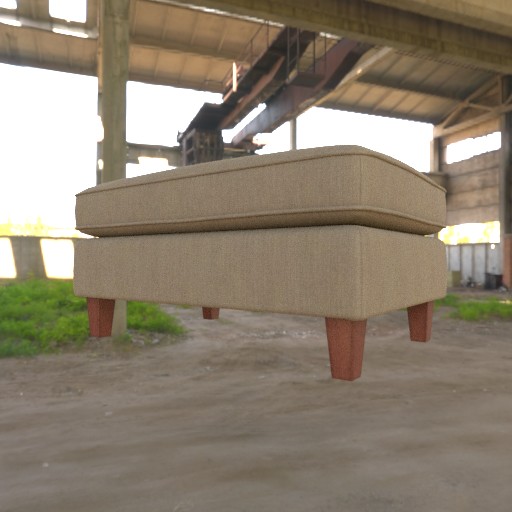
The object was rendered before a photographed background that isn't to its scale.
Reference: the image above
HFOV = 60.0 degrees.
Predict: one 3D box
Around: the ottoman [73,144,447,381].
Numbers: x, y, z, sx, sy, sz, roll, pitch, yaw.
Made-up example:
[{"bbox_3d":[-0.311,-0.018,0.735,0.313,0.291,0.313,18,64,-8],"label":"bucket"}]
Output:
[{"bbox_3d":[0.000,0.000,1.294,0.941,0.480,0.636,0,-1,36],"label":"ottoman"}]
